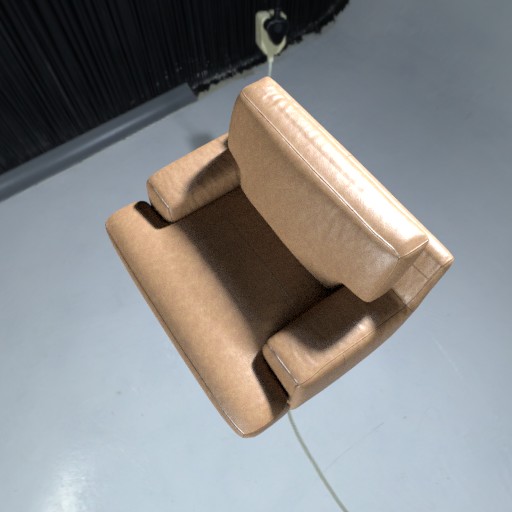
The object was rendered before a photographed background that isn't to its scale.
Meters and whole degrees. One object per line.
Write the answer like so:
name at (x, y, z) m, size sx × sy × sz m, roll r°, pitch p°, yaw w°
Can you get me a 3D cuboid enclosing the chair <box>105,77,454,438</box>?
chair at (0.000, 0.000, 2.053) m, size 1.050 × 0.978 × 1.276 m, roll -32°, pitch 67°, yaw -15°
